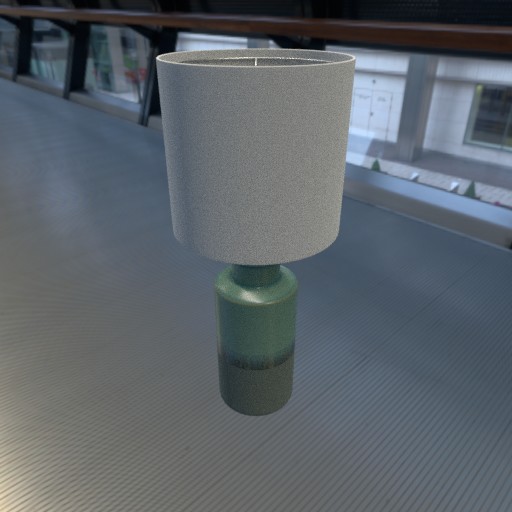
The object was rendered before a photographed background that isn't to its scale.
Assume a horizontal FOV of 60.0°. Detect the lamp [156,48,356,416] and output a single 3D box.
[{"bbox_3d":[0.000,0.000,0.597,0.212,0.493,0.212,0,29,0],"label":"lamp"}]
